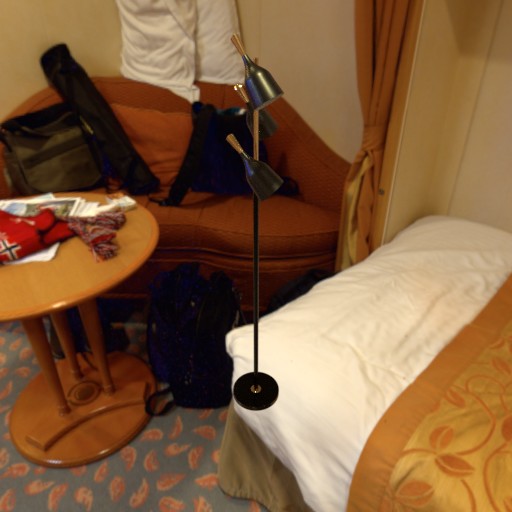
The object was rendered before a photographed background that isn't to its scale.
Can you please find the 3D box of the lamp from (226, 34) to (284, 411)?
[{"bbox_3d":[0.000,0.000,1.973,0.253,1.778,0.434,0,32,0],"label":"lamp"}]
